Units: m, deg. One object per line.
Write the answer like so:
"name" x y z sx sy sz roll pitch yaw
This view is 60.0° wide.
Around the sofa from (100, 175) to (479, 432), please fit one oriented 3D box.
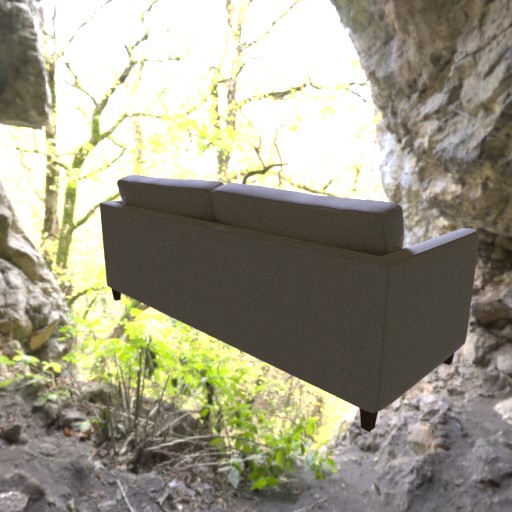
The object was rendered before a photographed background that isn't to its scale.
"sofa" 0.000 0.000 2.813 0.951 0.962 2.361 -14 20 -43
